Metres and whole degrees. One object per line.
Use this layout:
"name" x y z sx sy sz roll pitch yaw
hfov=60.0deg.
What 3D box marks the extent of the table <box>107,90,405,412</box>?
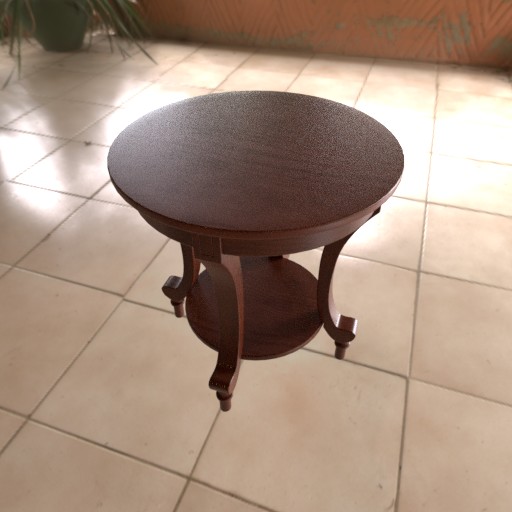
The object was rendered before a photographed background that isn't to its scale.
"table" 0.000 0.000 1.113 0.597 0.612 0.597 0 41 0
